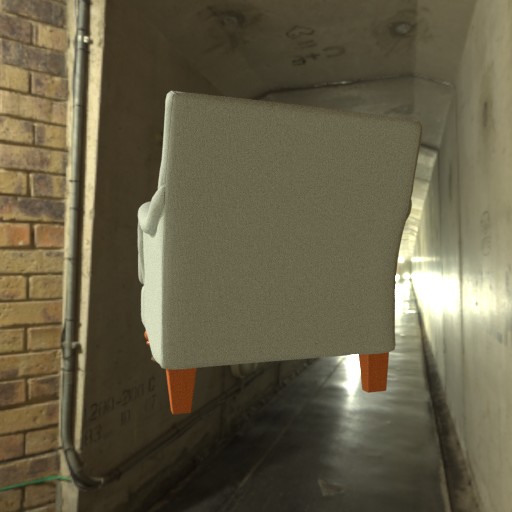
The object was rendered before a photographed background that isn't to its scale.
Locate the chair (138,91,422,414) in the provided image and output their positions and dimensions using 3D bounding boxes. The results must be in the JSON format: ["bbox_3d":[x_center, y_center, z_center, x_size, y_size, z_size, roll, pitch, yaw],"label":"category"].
[{"bbox_3d":[0.000,0.000,1.887,0.955,1.038,1.070,0,0,-19],"label":"chair"}]
